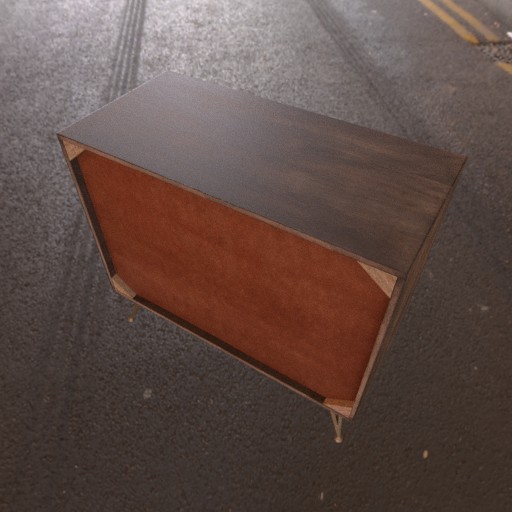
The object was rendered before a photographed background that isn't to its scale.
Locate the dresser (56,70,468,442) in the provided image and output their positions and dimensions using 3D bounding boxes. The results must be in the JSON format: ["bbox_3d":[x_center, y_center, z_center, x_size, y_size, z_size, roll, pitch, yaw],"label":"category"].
[{"bbox_3d":[0.000,0.000,1.387,0.923,0.801,0.453,24,51,21],"label":"dresser"}]
